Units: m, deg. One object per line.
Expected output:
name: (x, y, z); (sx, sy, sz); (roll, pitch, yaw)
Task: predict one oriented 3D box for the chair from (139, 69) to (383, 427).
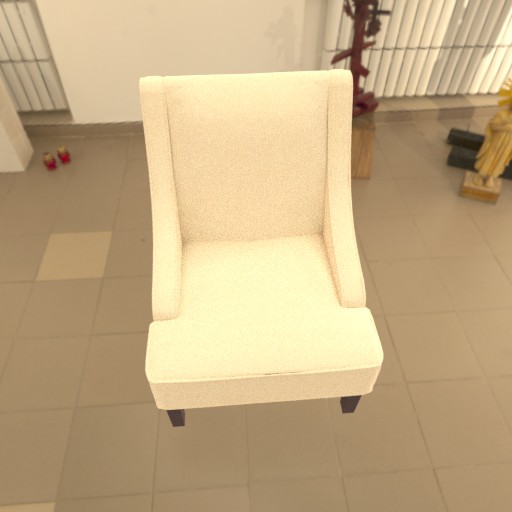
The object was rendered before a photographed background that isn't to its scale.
chair: (0.000, 0.000, 1.465); (0.689, 0.886, 0.806); (-3, 48, -3)
